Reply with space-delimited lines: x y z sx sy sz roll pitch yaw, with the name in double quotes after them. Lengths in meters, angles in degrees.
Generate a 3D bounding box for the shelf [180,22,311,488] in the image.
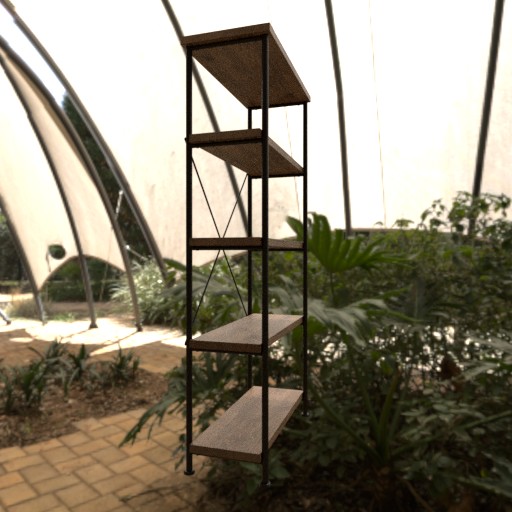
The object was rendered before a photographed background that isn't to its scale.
0.000 0.000 2.046 0.360 1.700 0.800 0 0 18 "shelf"
